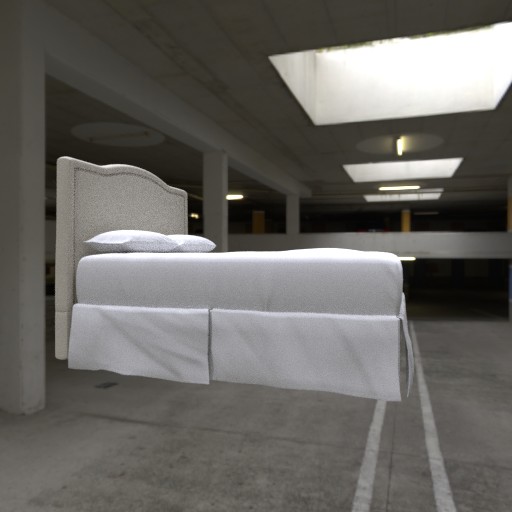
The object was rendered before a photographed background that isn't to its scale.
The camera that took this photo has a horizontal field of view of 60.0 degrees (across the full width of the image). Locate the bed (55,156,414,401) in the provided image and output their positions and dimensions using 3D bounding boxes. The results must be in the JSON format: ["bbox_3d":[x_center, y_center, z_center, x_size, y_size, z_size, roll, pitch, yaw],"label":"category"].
[{"bbox_3d":[0.000,0.000,3.300,2.196,1.449,1.741,0,0,18],"label":"bed"}]
